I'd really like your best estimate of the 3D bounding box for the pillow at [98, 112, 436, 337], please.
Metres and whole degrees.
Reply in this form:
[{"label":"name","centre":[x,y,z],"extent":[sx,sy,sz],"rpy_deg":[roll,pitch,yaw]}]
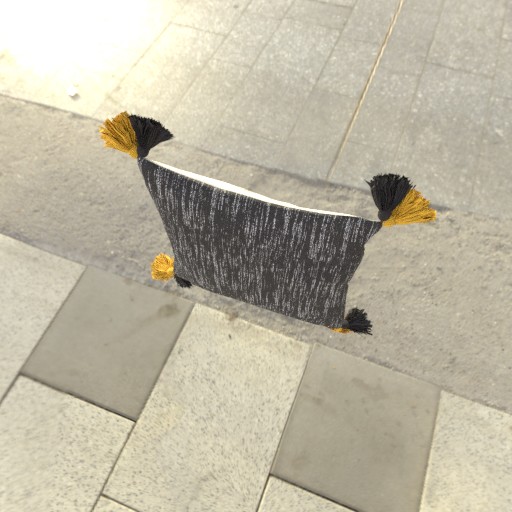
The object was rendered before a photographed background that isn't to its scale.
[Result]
[{"label":"pillow","centre":[0.000,0.000,1.007],"extent":[0.654,0.659,0.139],"rpy_deg":[17,61,9]}]
